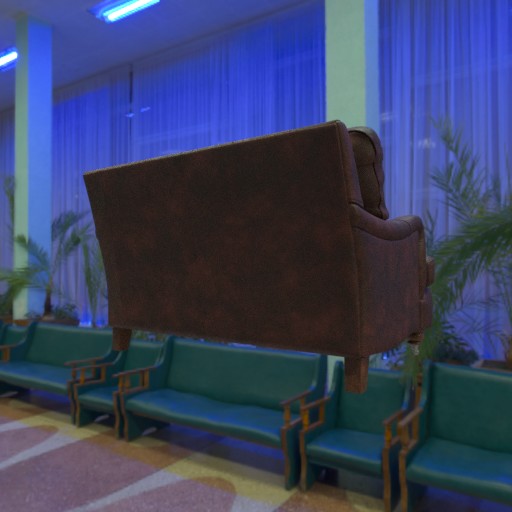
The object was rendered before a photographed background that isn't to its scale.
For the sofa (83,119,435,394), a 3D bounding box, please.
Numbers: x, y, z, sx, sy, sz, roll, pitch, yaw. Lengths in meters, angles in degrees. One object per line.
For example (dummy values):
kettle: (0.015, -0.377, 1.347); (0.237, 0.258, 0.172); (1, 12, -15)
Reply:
sofa: (0.000, 0.000, 2.407); (1.628, 1.070, 1.148); (-1, -1, 35)
